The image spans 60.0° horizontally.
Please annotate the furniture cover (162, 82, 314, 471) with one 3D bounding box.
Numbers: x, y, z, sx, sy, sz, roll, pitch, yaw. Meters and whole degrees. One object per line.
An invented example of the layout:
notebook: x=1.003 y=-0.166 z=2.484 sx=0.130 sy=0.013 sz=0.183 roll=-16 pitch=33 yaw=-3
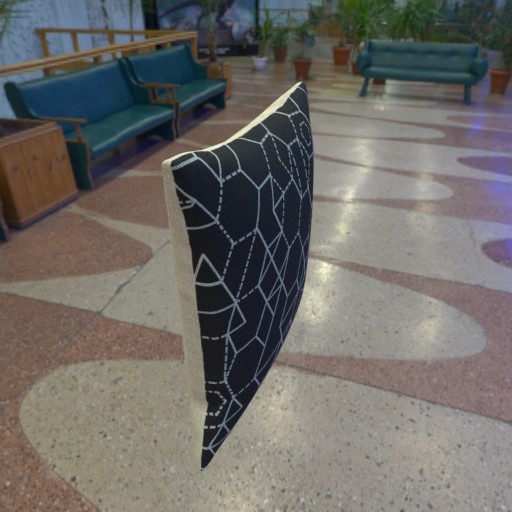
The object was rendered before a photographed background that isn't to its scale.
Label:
furniture cover: x=0.000 y=0.000 z=0.783 sx=0.158 sy=0.508 sz=0.517 roll=11 pitch=32 yaw=17
